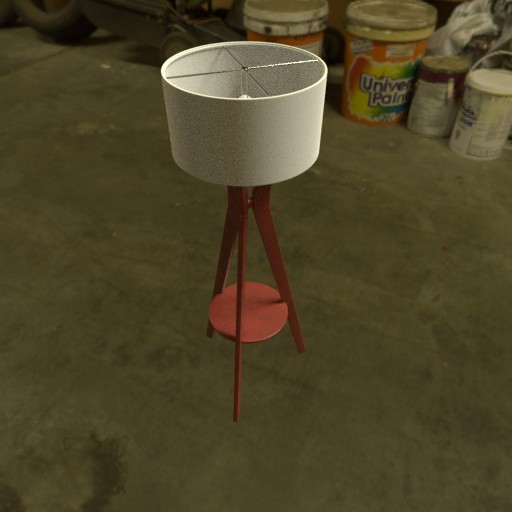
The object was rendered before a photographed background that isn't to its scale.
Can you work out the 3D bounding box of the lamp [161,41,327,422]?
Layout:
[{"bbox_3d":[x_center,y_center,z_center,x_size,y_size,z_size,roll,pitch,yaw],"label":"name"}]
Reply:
[{"bbox_3d":[0.000,0.000,1.766,0.542,1.472,0.539,-13,43,-14],"label":"lamp"}]
